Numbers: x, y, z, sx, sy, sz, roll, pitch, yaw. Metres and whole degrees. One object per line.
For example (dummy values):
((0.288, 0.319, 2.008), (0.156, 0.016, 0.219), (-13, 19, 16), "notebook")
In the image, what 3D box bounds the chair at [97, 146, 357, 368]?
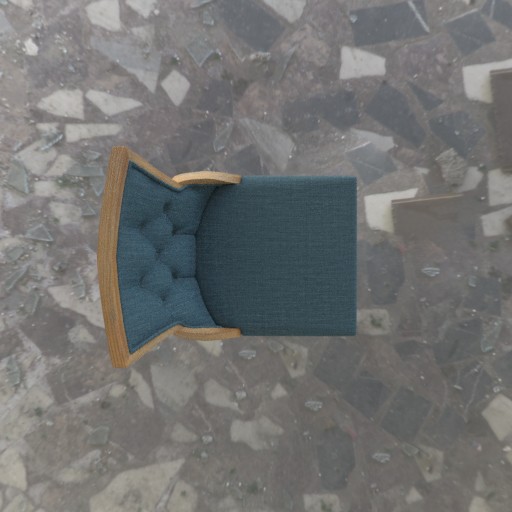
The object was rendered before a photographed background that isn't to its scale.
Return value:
((0.000, 0.000, 1.377), (0.641, 0.947, 0.524), (0, 90, 1), "chair")
